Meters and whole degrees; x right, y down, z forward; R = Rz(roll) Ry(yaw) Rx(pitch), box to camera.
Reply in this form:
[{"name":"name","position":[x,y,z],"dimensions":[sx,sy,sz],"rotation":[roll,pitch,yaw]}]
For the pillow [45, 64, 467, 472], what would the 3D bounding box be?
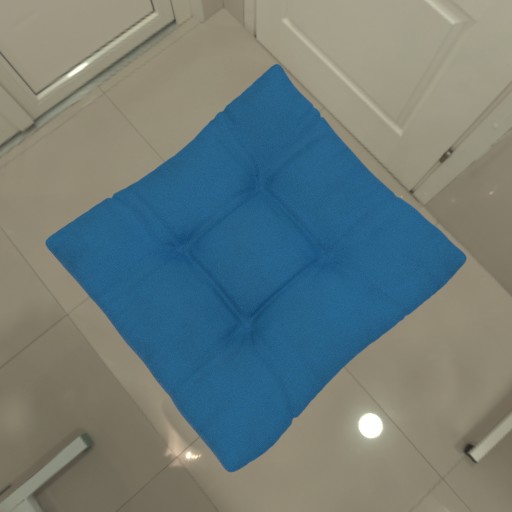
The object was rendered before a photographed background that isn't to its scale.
[{"name":"pillow","position":[0.000,0.000,0.722],"dimensions":[0.490,0.128,0.468],"rotation":[-40,80,-8]}]
